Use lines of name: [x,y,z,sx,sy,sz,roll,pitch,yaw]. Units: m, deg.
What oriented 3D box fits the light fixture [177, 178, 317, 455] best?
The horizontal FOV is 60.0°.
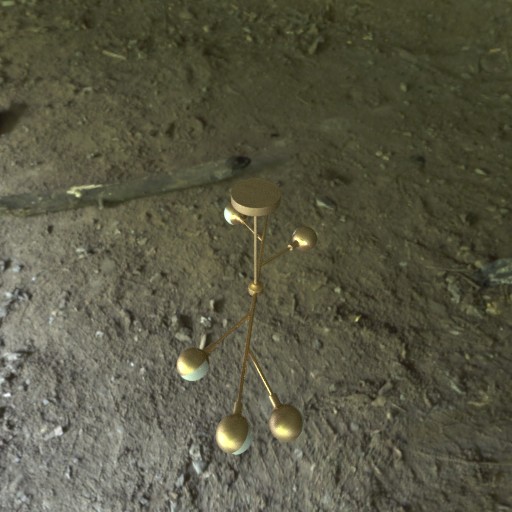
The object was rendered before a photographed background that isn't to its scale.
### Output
light fixture: [0.000,0.000,1.019,0.434,0.362,0.778,16,47,15]
